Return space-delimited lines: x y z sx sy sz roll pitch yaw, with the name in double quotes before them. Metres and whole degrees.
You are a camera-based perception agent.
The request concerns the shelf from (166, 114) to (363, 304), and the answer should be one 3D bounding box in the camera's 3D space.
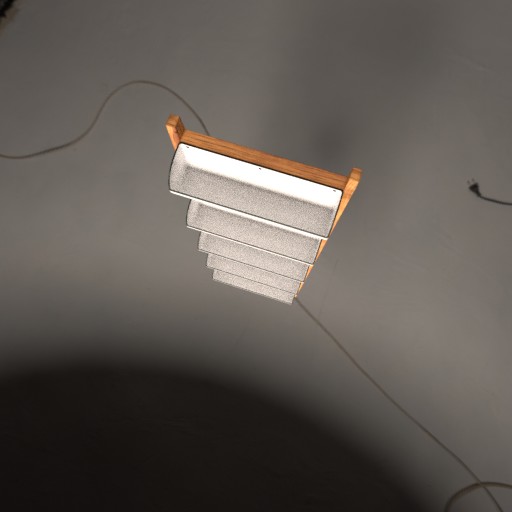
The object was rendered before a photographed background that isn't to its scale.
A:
"shelf" 0.000 0.000 1.755 0.454 1.600 0.141 17 76 4
